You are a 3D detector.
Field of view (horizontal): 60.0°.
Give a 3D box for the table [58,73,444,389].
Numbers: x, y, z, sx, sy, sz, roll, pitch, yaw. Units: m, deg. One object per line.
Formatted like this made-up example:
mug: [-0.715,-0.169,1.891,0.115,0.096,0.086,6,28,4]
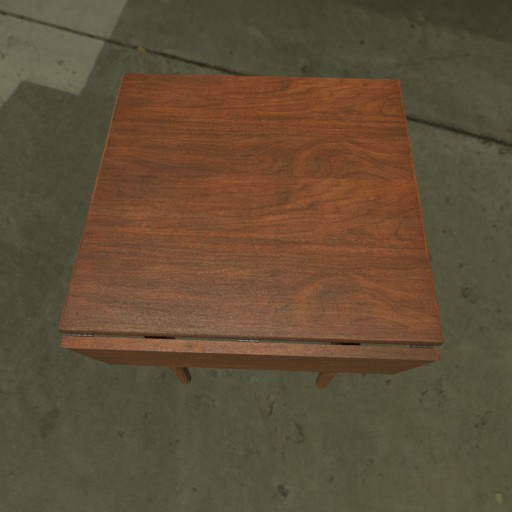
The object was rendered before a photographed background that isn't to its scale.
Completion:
table: [0.000,0.000,1.448,0.812,0.763,0.843,2,62,1]
